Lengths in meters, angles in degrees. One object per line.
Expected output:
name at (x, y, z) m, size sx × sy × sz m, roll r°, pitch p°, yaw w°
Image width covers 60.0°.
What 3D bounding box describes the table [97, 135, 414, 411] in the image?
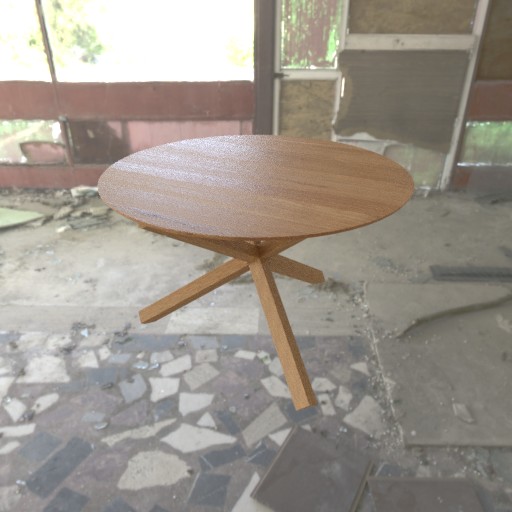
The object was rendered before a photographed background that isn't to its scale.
table at (0.000, 0.000, 1.680) m, size 1.038 × 0.666 × 1.038 m, roll 0°, pitch 29°, yaw 0°
